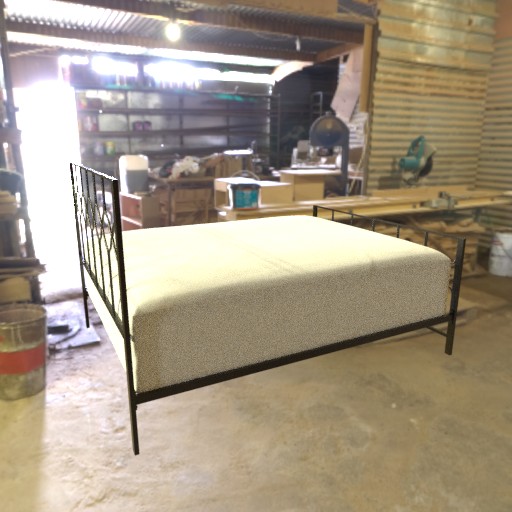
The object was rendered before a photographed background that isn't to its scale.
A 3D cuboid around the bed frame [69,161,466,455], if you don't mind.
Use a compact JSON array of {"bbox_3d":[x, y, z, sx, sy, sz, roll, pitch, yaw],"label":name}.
[{"bbox_3d":[0.000,0.000,2.972,2.063,1.222,1.597,-8,17,-27],"label":"bed frame"}]
